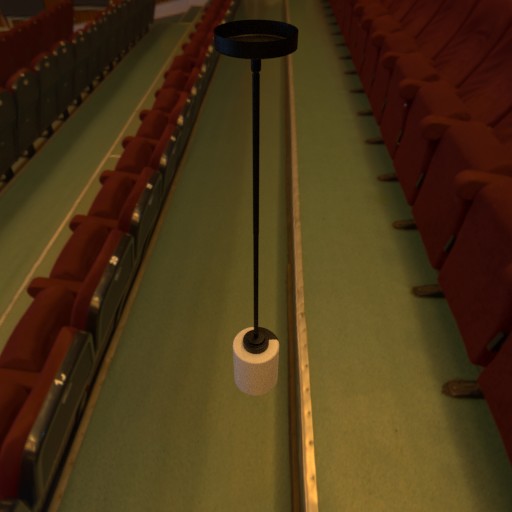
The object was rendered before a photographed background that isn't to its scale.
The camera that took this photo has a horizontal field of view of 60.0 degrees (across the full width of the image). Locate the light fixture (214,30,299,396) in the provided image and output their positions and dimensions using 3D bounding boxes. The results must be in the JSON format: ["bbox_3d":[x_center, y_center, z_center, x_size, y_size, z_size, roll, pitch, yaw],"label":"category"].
[{"bbox_3d":[0.000,0.000,0.923,0.123,0.863,0.123,1,41,1],"label":"light fixture"}]
